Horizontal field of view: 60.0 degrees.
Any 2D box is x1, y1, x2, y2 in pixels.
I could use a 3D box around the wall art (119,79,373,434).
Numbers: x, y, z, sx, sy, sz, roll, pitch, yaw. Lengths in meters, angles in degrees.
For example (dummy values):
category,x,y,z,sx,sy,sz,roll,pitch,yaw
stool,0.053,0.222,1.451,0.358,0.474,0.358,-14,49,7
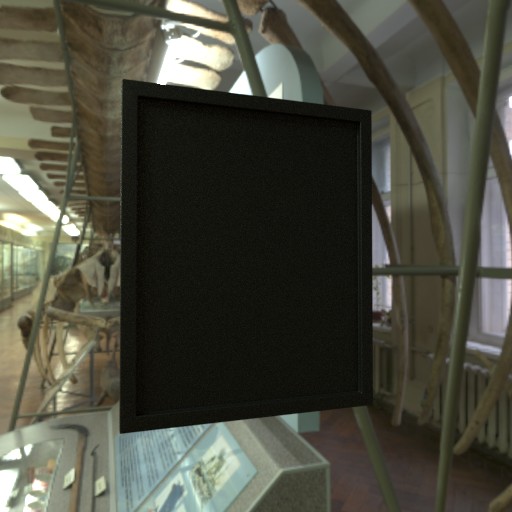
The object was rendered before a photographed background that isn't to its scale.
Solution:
category,x,y,z,sx,sy,sz,roll,pitch,yaw
wall art,0.000,0.000,0.781,0.457,0.559,0.028,0,-1,-18
